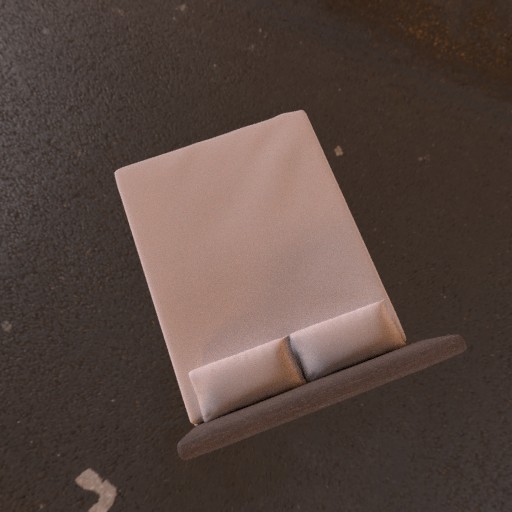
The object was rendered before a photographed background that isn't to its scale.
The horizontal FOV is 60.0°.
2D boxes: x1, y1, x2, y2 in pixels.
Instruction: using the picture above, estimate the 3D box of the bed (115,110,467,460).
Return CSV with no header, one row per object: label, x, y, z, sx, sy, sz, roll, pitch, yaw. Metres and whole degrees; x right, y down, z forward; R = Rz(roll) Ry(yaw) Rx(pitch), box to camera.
bed,0.000,0.000,3.206,1.723,1.330,2.142,-19,76,-5
